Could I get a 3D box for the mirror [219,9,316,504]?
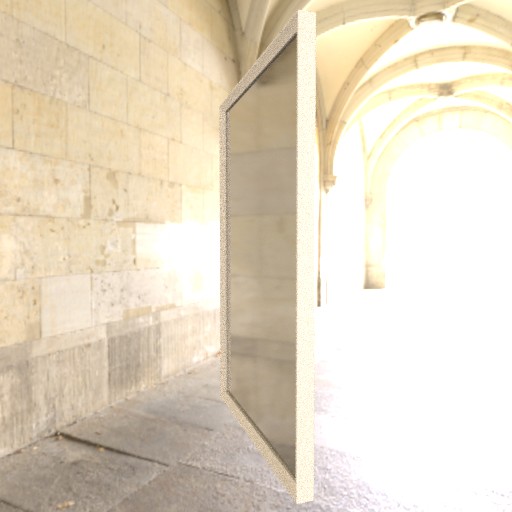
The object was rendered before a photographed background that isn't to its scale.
[{"bbox_3d":[0.000,0.000,1.114,0.041,0.915,0.609,-1,2,-18],"label":"mirror"}]
